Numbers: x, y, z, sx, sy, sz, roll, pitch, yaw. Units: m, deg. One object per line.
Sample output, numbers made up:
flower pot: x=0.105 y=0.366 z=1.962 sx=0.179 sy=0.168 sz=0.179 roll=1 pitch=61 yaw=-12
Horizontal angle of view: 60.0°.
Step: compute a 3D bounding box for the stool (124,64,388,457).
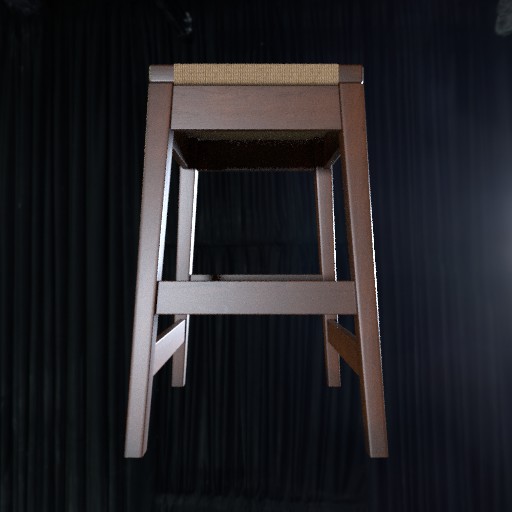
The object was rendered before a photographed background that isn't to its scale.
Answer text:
stool: x=0.000 y=0.000 z=1.090 sx=0.497 sy=0.762 sz=0.507 roll=0 pitch=-1 yaw=0
